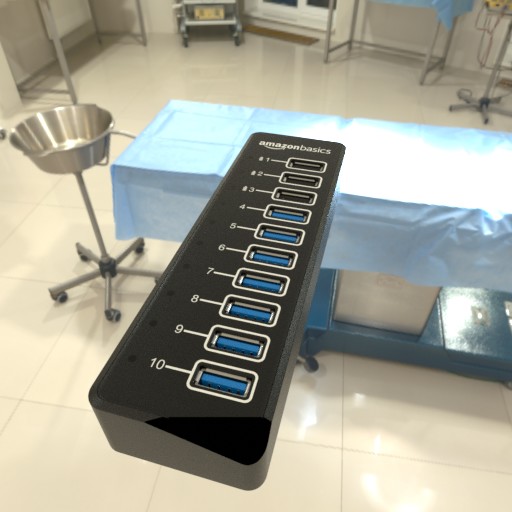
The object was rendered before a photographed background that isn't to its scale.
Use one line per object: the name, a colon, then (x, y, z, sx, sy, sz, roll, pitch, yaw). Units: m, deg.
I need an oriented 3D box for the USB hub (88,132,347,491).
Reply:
USB hub: (0.000, 0.000, 0.158, 0.044, 0.023, 0.145, 11, 43, 12)
